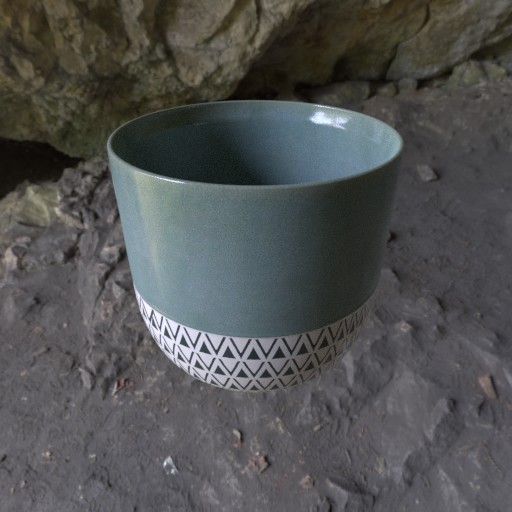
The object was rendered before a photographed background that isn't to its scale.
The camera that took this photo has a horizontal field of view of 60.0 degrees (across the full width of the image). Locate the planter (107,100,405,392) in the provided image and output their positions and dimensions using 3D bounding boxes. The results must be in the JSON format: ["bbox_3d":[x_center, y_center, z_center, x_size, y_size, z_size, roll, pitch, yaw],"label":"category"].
[{"bbox_3d":[0.000,0.000,0.480,0.266,0.270,0.266,0,31,0],"label":"planter"}]
